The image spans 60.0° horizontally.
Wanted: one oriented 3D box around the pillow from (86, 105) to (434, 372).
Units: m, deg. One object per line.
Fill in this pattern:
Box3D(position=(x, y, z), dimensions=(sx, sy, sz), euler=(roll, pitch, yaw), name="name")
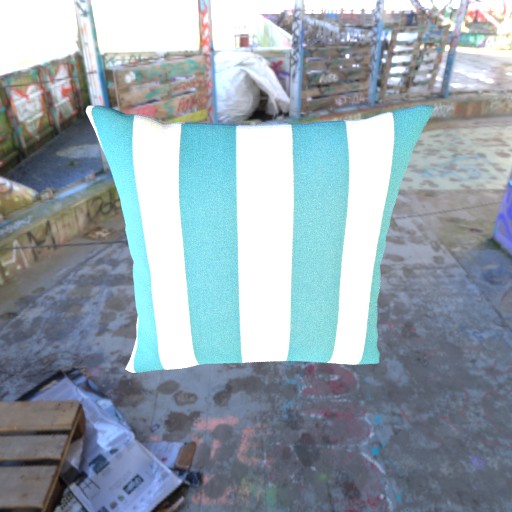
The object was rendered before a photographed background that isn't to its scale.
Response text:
Box3D(position=(0.000, 0.000, 0.796), dimensions=(0.536, 0.526, 0.189), euler=(-1, 30, -2), name="pillow")
